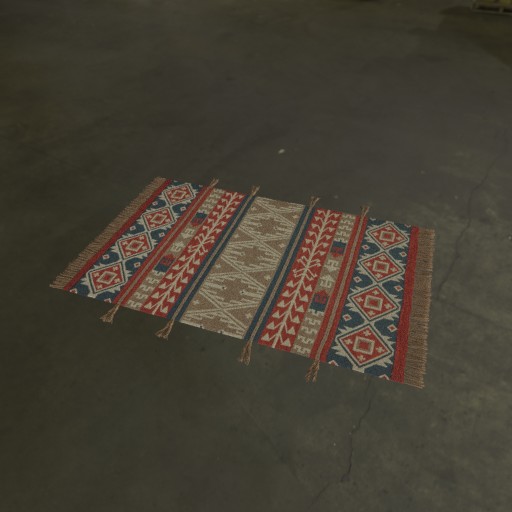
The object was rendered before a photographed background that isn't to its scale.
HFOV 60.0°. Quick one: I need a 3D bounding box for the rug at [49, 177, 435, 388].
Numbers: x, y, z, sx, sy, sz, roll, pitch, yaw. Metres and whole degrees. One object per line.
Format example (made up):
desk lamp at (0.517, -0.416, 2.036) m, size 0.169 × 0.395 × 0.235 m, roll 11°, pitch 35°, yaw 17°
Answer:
rug at (0.000, 0.000, 3.209) m, size 2.450 × 0.048 × 1.778 m, roll 13°, pitch 43°, yaw 14°
